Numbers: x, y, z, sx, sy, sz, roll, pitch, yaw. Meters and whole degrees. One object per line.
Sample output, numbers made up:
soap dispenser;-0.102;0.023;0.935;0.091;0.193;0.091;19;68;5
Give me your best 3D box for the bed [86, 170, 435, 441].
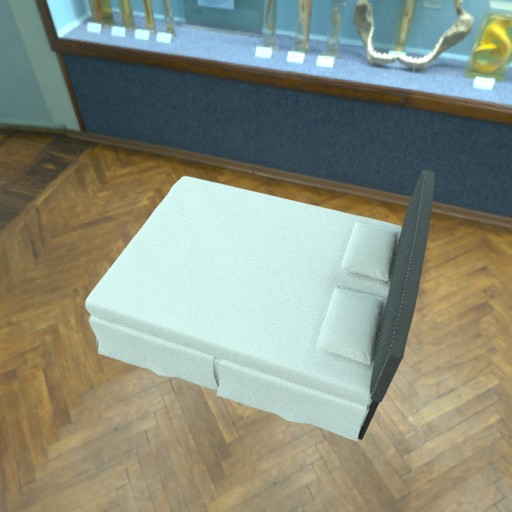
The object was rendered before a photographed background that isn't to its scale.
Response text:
bed;0.000;0.000;3.080;1.999;1.270;1.558;15;49;14
